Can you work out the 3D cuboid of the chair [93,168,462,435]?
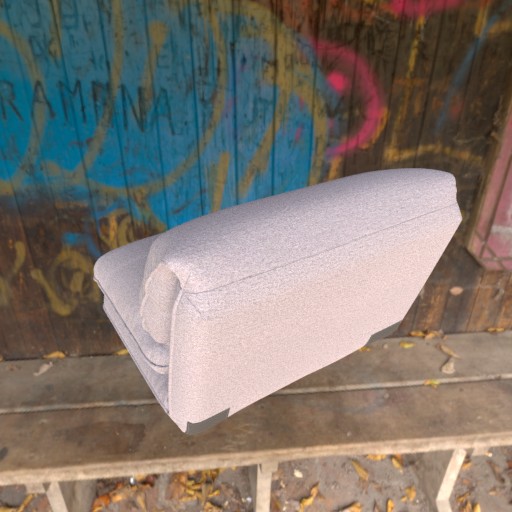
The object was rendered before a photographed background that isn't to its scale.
[{"bbox_3d":[0.000,0.000,1.318,0.820,0.580,0.780,-18,35,-28],"label":"chair"}]
